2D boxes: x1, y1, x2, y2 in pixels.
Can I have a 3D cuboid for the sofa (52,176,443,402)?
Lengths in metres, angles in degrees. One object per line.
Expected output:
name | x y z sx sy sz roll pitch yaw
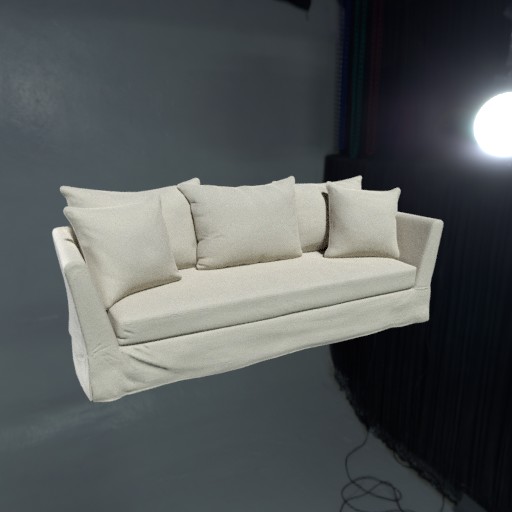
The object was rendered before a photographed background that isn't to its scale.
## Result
sofa | 0.000 0.000 3.070 2.499 1.047 1.046 -7 16 -26
